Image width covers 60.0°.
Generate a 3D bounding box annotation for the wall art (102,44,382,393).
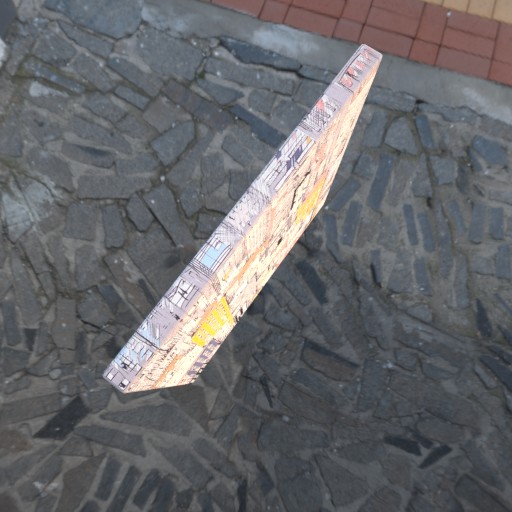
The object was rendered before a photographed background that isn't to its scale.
[{"bbox_3d":[0.000,0.000,1.132,0.048,0.762,0.761,35,78,9],"label":"wall art"}]
